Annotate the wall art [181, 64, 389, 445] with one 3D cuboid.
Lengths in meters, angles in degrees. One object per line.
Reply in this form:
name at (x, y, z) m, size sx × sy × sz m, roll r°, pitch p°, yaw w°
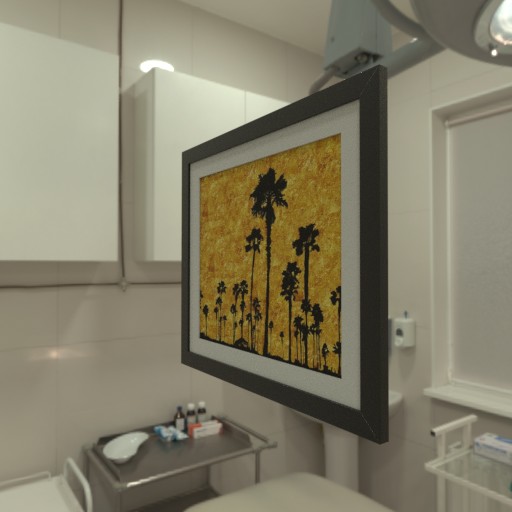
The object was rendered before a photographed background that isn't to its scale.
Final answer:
wall art at (0.000, 0.000, 0.543) m, size 0.012 × 0.332 × 0.383 m, roll 1°, pitch -1°, yaw -36°
